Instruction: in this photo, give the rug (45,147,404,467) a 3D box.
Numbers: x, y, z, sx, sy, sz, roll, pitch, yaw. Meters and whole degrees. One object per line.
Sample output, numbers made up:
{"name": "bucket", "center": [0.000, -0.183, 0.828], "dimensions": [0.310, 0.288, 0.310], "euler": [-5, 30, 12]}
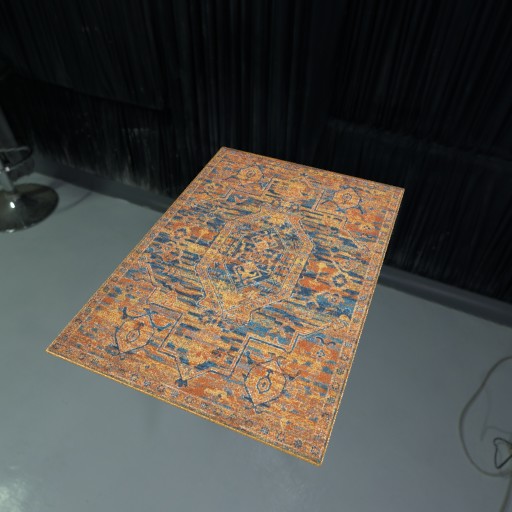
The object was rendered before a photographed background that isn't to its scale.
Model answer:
{"name": "rug", "center": [0.000, 0.000, 3.823], "dimensions": [2.043, 0.019, 2.916], "euler": [17, 48, 16]}
